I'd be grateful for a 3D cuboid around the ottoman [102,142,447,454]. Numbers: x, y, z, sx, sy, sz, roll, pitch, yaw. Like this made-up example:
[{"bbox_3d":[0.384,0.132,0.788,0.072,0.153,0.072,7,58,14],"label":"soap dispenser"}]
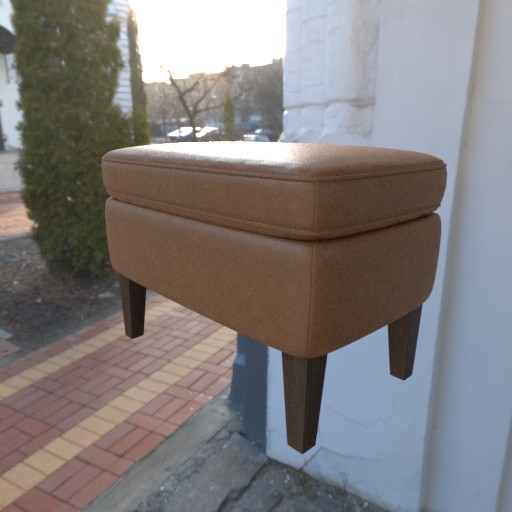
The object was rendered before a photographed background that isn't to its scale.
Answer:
[{"bbox_3d":[0.000,0.000,0.970,0.420,0.480,0.670,-14,21,-41],"label":"ottoman"}]
